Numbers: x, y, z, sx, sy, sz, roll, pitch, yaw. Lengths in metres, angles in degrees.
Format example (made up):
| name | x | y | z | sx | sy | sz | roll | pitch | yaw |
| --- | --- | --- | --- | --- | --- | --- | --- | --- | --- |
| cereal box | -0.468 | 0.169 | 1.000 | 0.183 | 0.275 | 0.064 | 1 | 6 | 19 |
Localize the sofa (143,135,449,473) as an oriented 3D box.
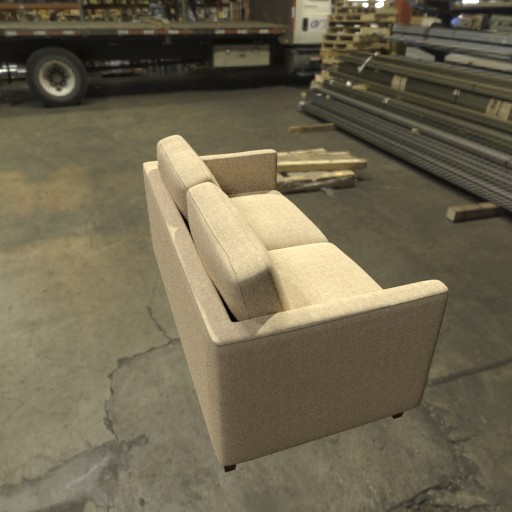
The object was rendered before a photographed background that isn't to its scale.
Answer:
| name | x | y | z | sx | sy | sz | roll | pitch | yaw |
| --- | --- | --- | --- | --- | --- | --- | --- | --- | --- |
| sofa | 0.000 | 0.000 | 2.406 | 0.950 | 0.963 | 1.884 | -10 | 32 | -16 |
